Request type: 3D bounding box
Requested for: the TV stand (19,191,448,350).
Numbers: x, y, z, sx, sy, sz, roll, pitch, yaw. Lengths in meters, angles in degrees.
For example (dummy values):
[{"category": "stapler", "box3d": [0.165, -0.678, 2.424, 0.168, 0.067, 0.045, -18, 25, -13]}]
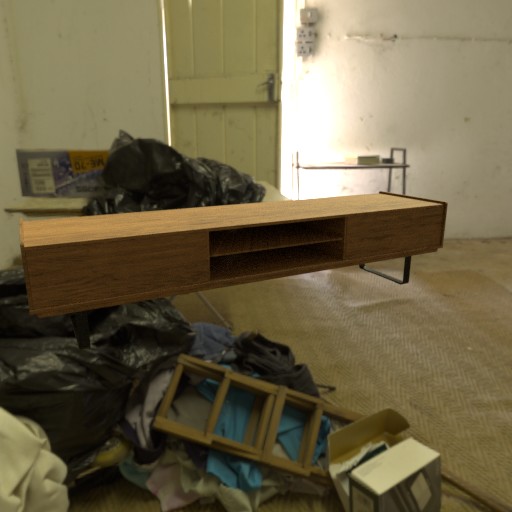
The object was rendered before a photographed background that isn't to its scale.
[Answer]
[{"category": "TV stand", "box3d": [0.000, 0.000, 1.948, 1.796, 0.415, 0.467, -8, 17, -26]}]
